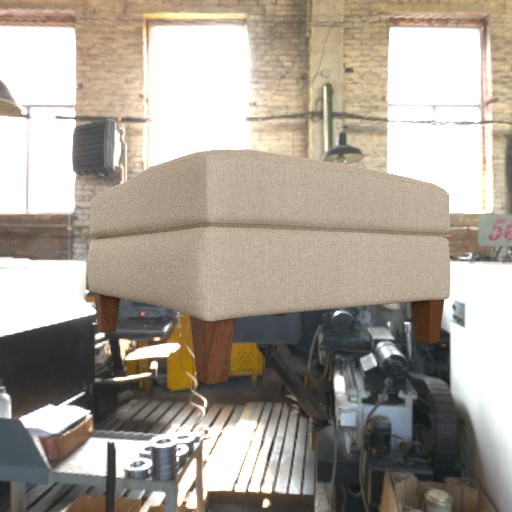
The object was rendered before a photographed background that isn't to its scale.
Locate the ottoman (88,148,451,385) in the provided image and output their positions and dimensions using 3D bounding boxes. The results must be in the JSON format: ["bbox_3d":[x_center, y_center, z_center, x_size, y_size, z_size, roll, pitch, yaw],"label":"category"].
[{"bbox_3d":[0.000,0.000,1.391,0.838,0.503,0.838,0,0,-35],"label":"ottoman"}]
